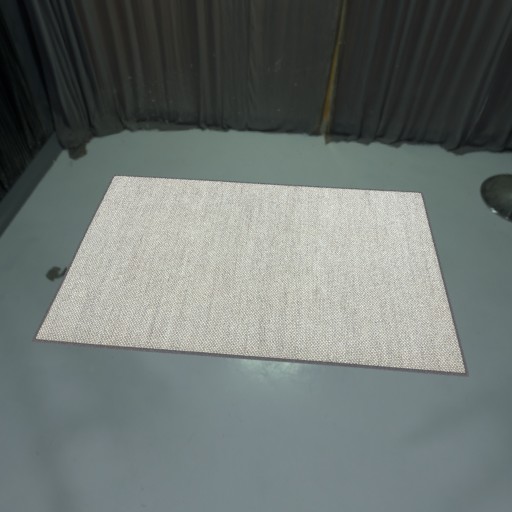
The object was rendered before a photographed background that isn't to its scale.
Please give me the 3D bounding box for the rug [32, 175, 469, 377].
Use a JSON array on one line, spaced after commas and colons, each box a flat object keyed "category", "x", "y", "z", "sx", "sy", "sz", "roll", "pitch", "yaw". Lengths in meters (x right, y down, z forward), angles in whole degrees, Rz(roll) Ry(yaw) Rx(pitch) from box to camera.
[{"category": "rug", "x": 0.000, "y": 0.000, "z": 2.037, "sx": 1.676, "sy": 0.013, "sz": 1.067, "roll": 4, "pitch": 48, "yaw": 3}]
